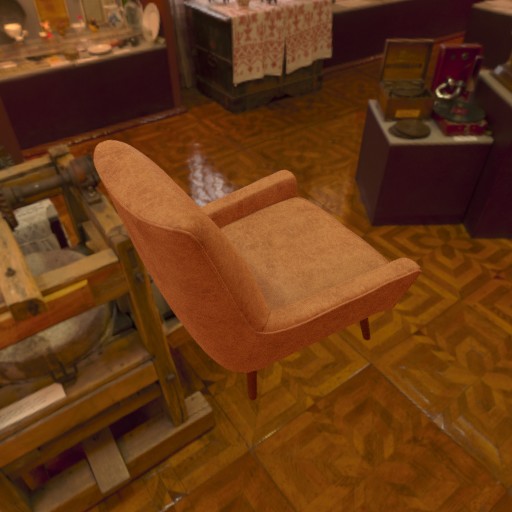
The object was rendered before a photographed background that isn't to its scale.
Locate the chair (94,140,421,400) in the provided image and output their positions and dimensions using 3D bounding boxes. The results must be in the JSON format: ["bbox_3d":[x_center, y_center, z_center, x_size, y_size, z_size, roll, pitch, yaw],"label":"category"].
[{"bbox_3d":[0.000,0.000,1.524,0.851,0.883,0.753,-24,47,-24],"label":"chair"}]
